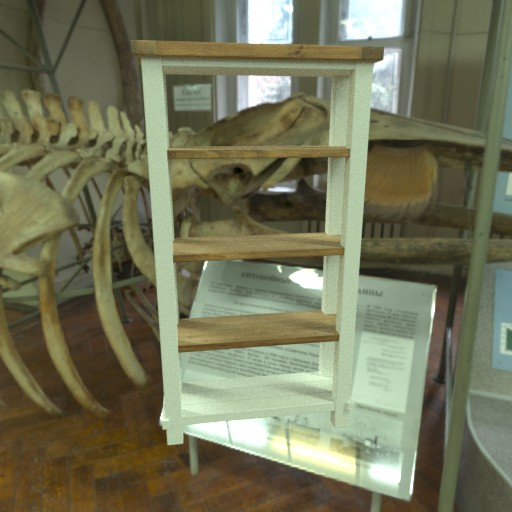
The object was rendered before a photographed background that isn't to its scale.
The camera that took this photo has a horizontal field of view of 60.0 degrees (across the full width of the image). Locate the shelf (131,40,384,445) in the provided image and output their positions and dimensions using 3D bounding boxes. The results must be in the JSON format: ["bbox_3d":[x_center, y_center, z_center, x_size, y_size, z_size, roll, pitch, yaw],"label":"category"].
[{"bbox_3d":[0.000,0.000,2.213,1.022,1.878,0.381,-2,17,-8],"label":"shelf"}]
